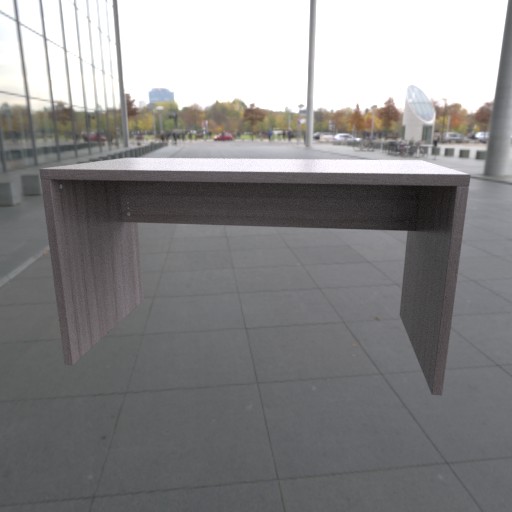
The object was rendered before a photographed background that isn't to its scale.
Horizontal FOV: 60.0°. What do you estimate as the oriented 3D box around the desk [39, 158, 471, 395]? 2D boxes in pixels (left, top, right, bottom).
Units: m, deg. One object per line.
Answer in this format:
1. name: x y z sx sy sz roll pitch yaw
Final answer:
1. desk: 0.000 0.000 1.829 1.380 0.745 0.690 2 16 8
